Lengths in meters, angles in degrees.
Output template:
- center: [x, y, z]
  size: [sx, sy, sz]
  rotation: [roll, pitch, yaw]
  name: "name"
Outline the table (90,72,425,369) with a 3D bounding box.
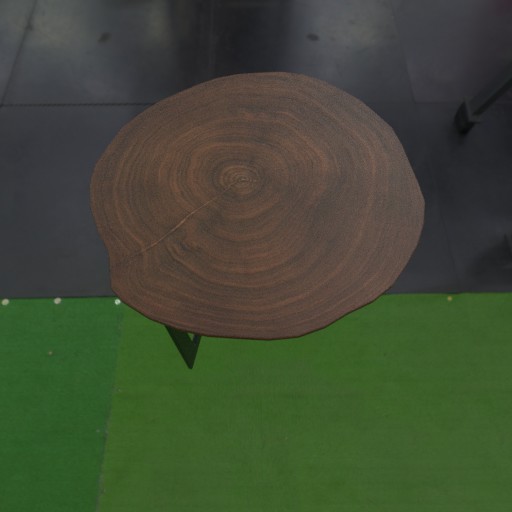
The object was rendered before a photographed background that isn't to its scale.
- center: [0.000, 0.000, 0.870]
  size: [0.494, 0.476, 0.477]
  rotation: [2, 63, 1]
  name: "table"
